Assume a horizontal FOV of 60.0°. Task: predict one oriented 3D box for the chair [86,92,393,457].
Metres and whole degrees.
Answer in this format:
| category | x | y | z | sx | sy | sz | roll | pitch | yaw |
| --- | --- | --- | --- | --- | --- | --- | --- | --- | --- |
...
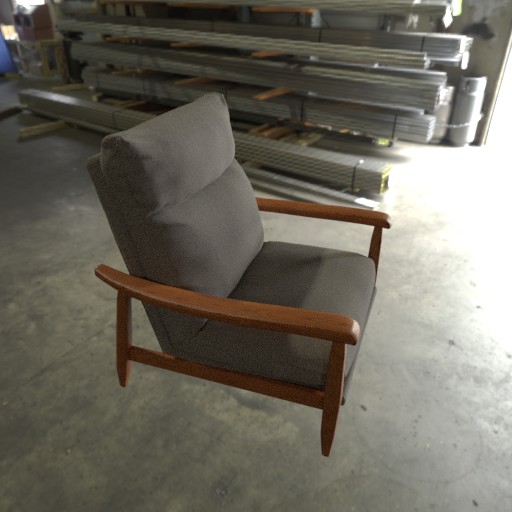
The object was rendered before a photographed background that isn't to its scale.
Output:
| category | x | y | z | sx | sy | sz | roll | pitch | yaw |
| --- | --- | --- | --- | --- | --- | --- | --- | --- | --- |
| chair | 0.000 | 0.000 | 1.518 | 0.816 | 0.922 | 0.782 | 12 | 33 | 18 |
